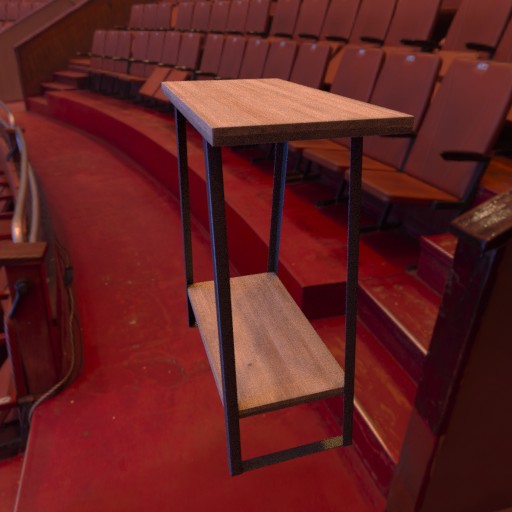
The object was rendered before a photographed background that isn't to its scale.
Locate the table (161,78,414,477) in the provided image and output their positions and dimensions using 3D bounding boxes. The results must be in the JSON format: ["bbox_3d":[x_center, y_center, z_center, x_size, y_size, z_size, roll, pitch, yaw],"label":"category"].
[{"bbox_3d":[0.000,0.000,1.016,0.300,0.701,0.599,-8,28,-15],"label":"table"}]
